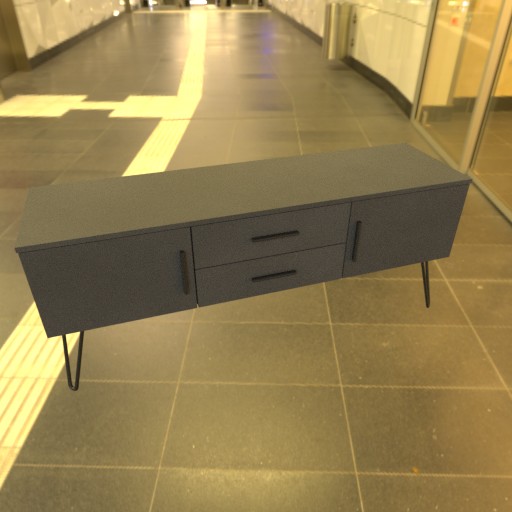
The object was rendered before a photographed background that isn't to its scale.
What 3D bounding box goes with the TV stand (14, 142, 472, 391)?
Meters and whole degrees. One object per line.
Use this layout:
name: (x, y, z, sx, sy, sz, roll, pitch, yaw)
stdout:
TV stand: (0.000, 0.000, 1.597, 1.400, 0.560, 0.400, -10, 34, -15)
